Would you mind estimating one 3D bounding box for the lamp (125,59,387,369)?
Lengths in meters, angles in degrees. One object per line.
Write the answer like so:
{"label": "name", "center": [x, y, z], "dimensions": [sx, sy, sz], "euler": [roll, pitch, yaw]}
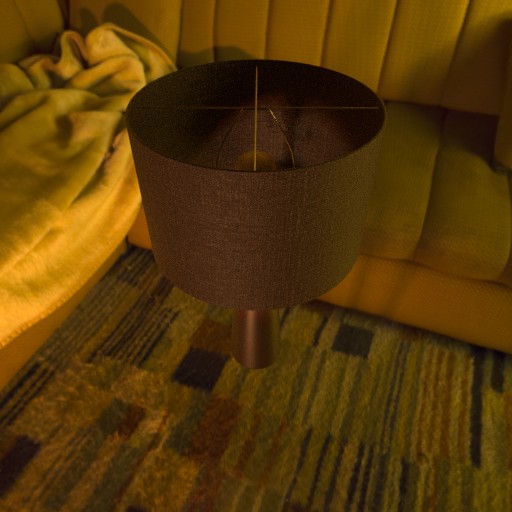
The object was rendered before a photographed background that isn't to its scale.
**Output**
{"label": "lamp", "center": [0.000, 0.000, 0.688], "dimensions": [0.303, 0.488, 0.303], "euler": [0, 42, 0]}
